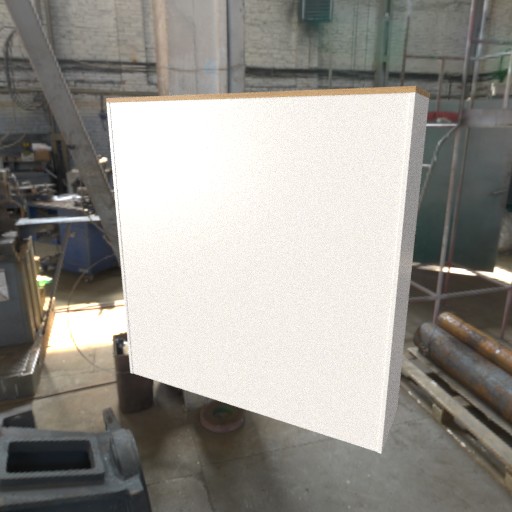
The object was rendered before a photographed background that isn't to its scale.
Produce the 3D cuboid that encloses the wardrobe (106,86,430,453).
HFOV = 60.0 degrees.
[{"bbox_3d":[0.000,0.000,3.321,2.160,2.260,0.590,8,18,26],"label":"wardrobe"}]
